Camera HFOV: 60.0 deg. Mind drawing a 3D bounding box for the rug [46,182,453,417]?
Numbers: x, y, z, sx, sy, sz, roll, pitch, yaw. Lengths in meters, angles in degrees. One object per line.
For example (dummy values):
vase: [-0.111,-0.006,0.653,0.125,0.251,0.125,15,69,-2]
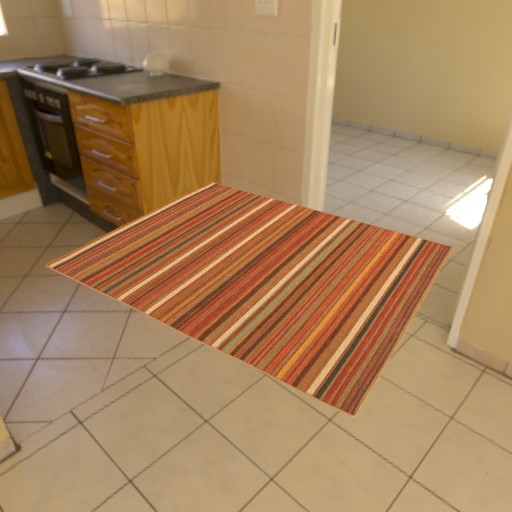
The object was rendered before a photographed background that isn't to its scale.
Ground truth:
rug: [0.000,0.000,4.269,3.092,0.023,2.479,19,36,29]
